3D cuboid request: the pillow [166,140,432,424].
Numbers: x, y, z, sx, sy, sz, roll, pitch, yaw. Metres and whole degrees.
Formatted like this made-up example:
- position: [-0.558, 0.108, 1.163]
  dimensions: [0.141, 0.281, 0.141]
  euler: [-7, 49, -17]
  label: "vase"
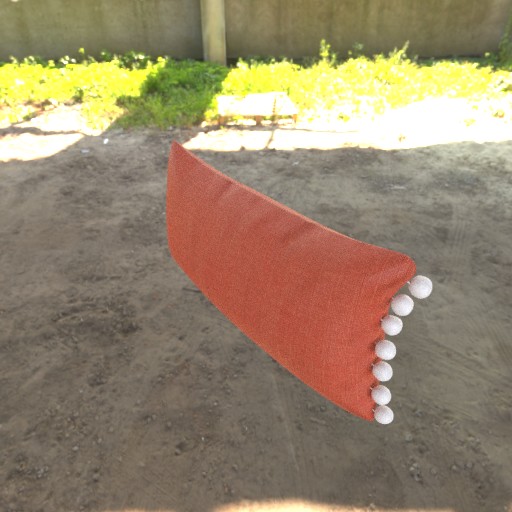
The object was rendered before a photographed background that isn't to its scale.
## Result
- position: [0.000, 0.000, 0.860]
  dimensions: [0.201, 0.322, 0.709]
  euler: [-21, 38, -30]
  label: "pillow"
